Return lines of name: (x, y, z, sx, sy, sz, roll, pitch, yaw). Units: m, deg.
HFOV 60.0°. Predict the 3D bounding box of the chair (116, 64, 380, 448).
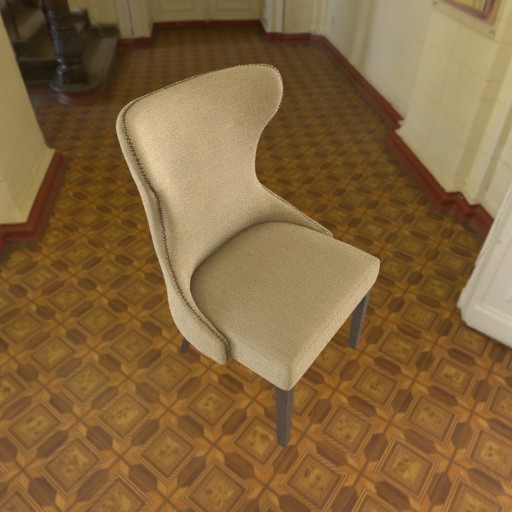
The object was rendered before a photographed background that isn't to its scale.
chair: (0.000, 0.000, 1.397, 0.635, 0.967, 0.628, 26, 48, 27)
